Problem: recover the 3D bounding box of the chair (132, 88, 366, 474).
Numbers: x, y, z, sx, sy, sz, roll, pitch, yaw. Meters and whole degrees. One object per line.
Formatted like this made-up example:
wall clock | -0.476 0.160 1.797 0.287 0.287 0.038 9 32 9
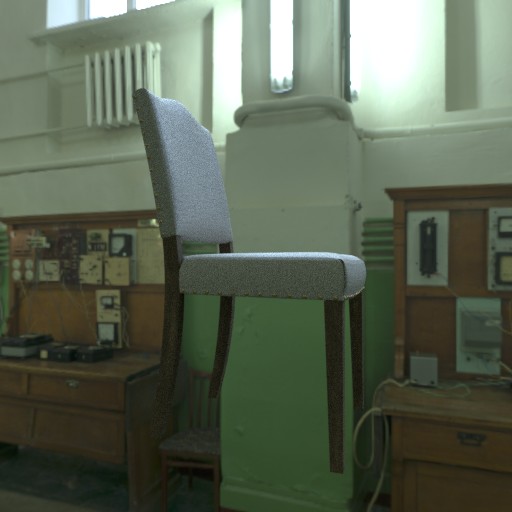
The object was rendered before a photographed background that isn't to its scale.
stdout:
chair | 0.000 0.000 1.365 0.620 1.020 0.508 0 -1 19
